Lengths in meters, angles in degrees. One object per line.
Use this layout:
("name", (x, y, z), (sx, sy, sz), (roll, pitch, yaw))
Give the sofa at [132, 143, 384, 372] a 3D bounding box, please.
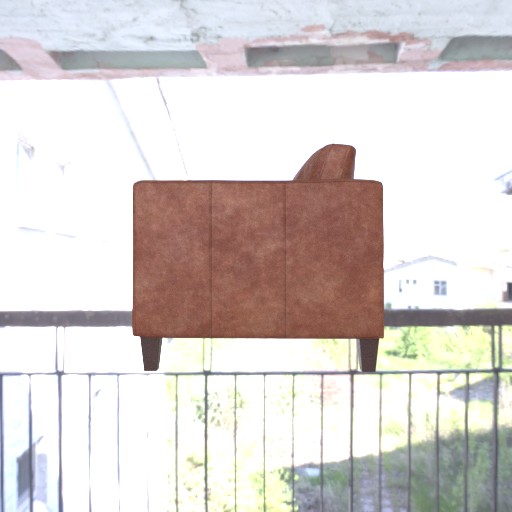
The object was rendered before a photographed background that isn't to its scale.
("sofa", (0.000, 0.000, 2.513), (0.923, 0.863, 1.971), (0, -1, 1))
